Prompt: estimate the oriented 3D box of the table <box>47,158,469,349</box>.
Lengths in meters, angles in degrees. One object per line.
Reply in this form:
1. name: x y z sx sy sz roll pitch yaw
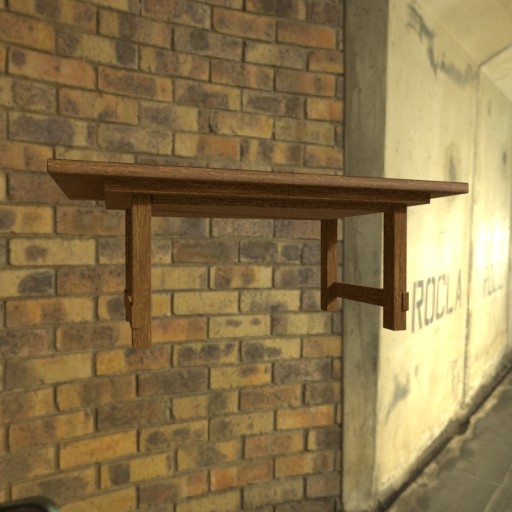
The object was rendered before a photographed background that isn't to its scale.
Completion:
1. table: 0.000 0.000 2.450 1.982 0.762 1.000 0 1 -18
